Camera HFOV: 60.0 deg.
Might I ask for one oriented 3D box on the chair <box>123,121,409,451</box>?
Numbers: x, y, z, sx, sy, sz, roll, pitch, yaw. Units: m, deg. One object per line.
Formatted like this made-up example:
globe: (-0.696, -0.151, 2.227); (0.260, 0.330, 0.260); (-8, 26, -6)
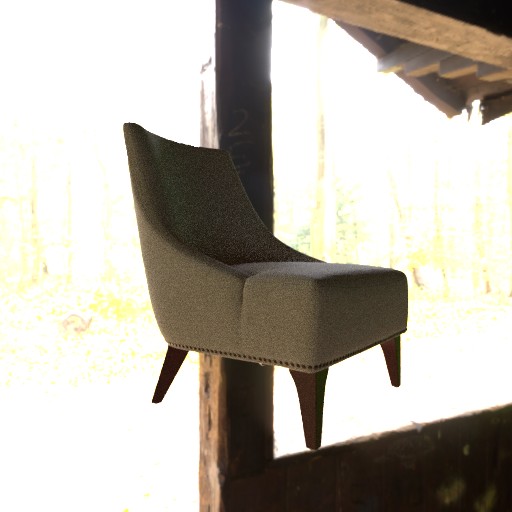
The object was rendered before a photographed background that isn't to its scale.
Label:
chair: (0.000, 0.000, 1.508); (0.861, 0.909, 0.701); (0, 0, 35)
